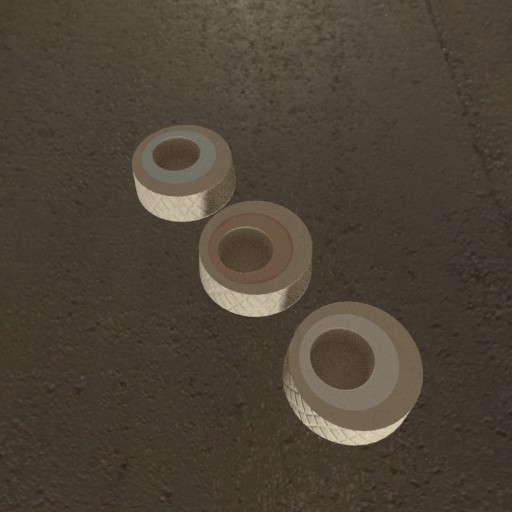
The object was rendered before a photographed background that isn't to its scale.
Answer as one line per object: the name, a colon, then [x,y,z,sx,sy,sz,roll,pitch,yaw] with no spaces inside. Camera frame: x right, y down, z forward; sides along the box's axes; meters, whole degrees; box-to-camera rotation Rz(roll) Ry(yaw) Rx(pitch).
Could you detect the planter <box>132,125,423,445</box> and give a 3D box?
planter: [0.000,0.000,0.433,0.114,0.038,0.390,-31,62,-18]
